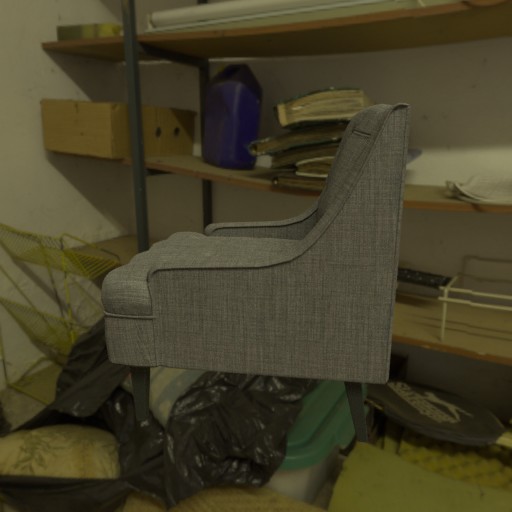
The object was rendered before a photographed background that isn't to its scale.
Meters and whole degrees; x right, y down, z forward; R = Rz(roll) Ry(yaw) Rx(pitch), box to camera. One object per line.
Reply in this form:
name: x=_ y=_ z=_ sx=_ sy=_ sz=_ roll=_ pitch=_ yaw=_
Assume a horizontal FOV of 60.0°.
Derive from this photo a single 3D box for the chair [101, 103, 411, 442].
chair: x=0.000 y=0.000 z=1.413 sx=0.771 sy=0.891 sz=0.655 roll=2 pitch=15 yaw=8
